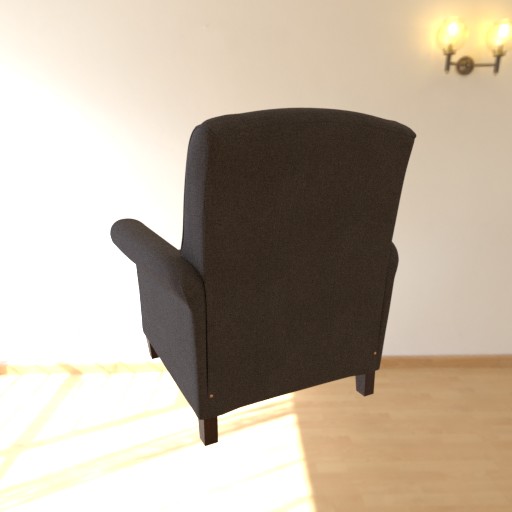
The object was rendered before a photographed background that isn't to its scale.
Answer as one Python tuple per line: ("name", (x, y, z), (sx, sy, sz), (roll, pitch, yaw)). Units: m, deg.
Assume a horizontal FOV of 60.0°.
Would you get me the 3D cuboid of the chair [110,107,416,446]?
("chair", (0.000, 0.000, 1.767), (0.978, 1.061, 0.905), (-7, 15, -26))
